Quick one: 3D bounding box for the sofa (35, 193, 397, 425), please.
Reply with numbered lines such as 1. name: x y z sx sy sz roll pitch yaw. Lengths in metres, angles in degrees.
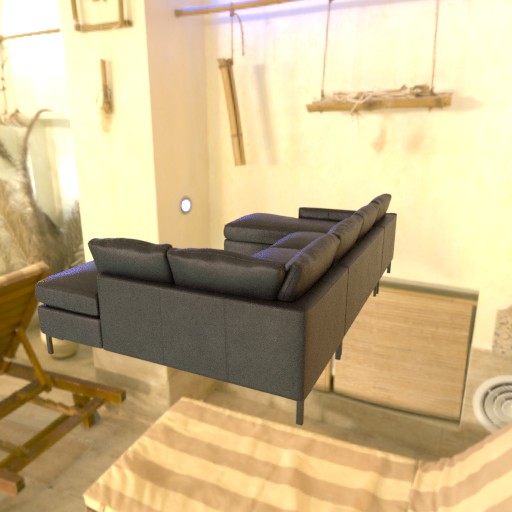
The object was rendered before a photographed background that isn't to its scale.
1. sofa: 0.000 0.000 3.870 1.939 0.900 2.956 7 18 24
